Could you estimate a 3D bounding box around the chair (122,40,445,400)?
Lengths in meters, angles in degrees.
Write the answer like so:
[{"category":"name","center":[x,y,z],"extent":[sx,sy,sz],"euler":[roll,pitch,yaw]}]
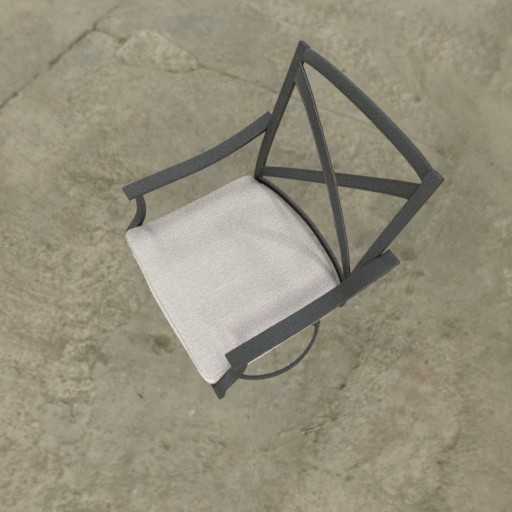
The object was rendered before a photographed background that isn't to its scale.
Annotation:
[{"category":"chair","center":[0.000,0.000,1.301],"extent":[0.620,0.889,0.575],"euler":[-30,67,-14]}]
